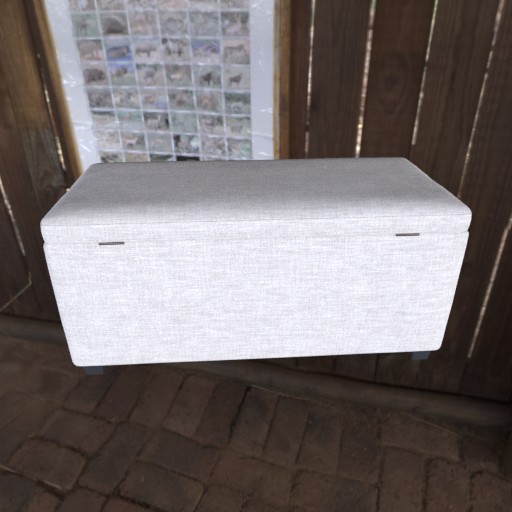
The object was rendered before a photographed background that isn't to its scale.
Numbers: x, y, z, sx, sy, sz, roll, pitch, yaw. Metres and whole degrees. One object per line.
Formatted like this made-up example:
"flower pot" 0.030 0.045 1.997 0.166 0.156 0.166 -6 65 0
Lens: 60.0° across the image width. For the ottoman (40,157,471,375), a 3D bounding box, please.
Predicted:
"ottoman" 0.000 0.000 1.146 0.902 0.432 0.419 -2 28 -3
